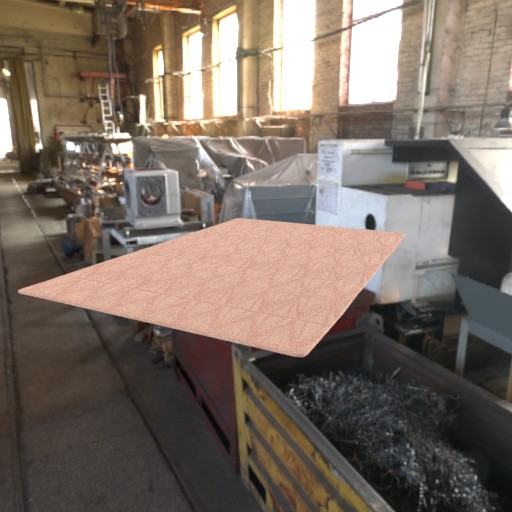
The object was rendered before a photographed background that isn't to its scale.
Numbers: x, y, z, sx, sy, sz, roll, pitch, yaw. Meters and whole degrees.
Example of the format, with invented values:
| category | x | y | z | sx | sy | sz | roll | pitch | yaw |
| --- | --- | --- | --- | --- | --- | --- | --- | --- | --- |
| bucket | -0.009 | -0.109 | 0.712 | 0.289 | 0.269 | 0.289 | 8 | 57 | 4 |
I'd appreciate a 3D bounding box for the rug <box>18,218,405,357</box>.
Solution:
| category | x | y | z | sx | sy | sz | roll | pitch | yaw |
| --- | --- | --- | --- | --- | --- | --- | --- | --- | --- |
| rug | 0.000 | 0.000 | 2.992 | 1.609 | 0.015 | 2.390 | 7 | 17 | 26 |
